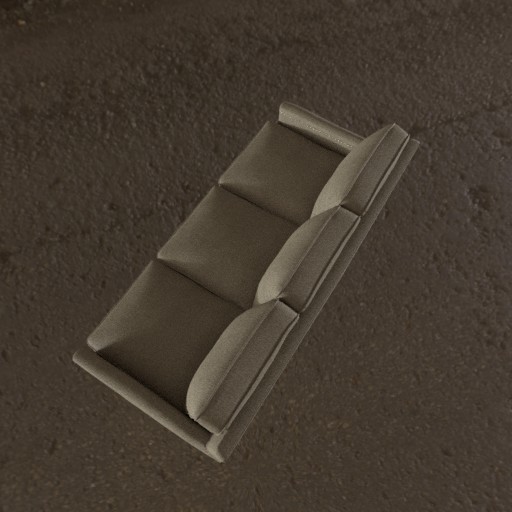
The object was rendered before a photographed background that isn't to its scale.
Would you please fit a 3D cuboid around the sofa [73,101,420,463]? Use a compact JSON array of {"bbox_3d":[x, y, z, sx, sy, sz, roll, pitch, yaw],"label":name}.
[{"bbox_3d":[0.000,0.000,2.803,1.084,1.003,2.246,30,68,14],"label":"sofa"}]
